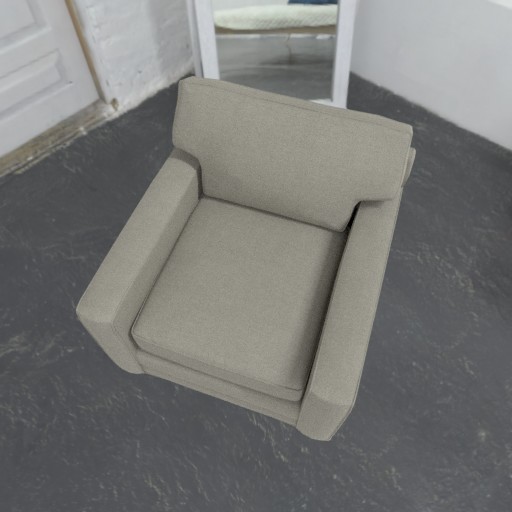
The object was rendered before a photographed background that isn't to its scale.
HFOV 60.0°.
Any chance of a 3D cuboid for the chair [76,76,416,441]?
[{"bbox_3d":[0.000,0.000,1.809,0.999,0.934,1.044,16,59,10],"label":"chair"}]
